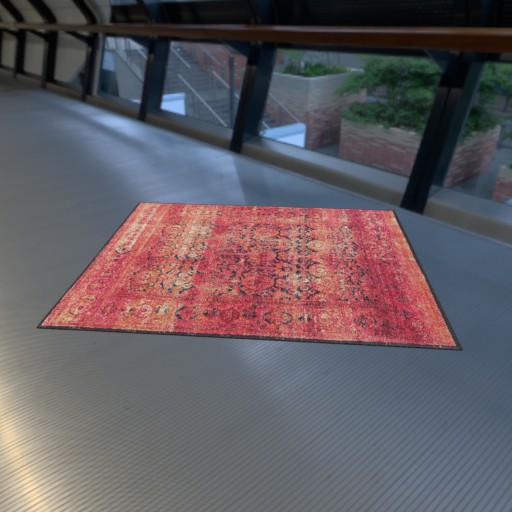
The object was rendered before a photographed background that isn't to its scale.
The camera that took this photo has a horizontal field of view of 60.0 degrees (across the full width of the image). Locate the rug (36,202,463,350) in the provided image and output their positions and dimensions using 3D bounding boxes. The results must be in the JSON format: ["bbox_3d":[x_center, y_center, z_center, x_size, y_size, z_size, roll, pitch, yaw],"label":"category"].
[{"bbox_3d":[0.000,0.000,4.181,3.032,0.020,2.411,2,29,4],"label":"rug"}]
